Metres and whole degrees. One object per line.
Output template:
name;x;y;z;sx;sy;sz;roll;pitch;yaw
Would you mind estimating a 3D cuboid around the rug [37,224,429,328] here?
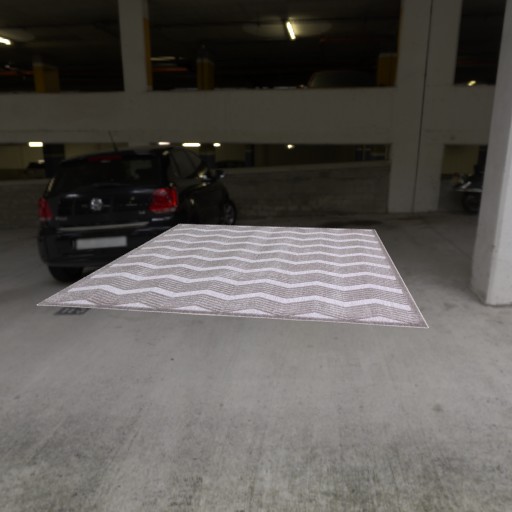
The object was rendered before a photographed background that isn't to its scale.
rug;0.000;0.000;4.020;2.391;0.005;2.880;2;15;8
